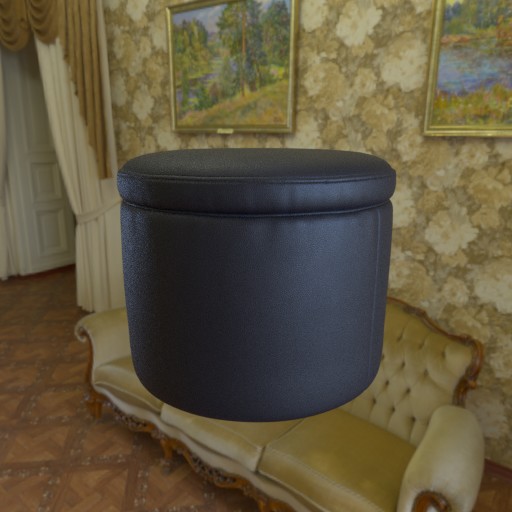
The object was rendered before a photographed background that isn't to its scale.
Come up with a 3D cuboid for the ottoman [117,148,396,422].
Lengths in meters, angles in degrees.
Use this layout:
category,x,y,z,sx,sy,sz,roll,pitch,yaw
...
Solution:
category,x,y,z,sx,sy,sz,roll,pitch,yaw
ottoman,0.000,0.000,0.867,0.501,0.409,0.501,0,15,0
